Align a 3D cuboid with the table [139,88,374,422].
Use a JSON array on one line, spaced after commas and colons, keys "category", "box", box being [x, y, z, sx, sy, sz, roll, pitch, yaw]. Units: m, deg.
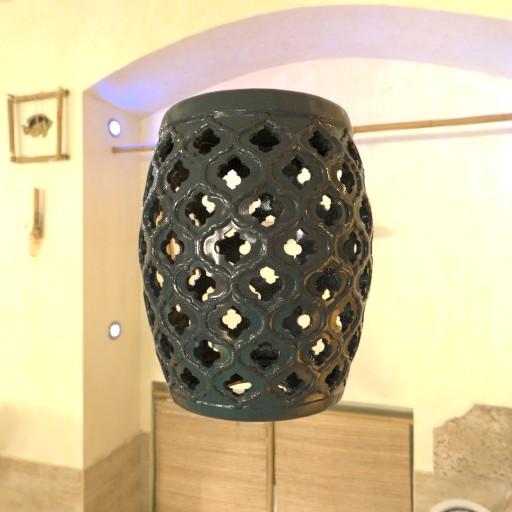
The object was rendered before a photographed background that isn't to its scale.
[{"category": "table", "box": [0.000, 0.000, 0.634, 0.325, 0.388, 0.325, 0, 0, 0]}]
